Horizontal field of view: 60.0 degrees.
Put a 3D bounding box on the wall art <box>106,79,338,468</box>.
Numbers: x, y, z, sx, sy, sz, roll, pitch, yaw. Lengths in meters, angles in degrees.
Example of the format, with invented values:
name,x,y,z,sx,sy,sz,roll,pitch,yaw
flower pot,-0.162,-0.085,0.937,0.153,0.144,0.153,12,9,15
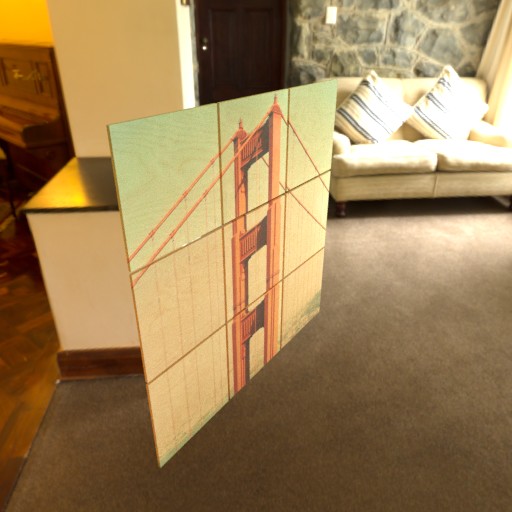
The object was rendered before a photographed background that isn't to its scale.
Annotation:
name,x,y,z,sx,sy,sz,roll,pitch,yaw
wall art,0.000,0.000,2.212,0.013,1.523,1.517,18,33,31
